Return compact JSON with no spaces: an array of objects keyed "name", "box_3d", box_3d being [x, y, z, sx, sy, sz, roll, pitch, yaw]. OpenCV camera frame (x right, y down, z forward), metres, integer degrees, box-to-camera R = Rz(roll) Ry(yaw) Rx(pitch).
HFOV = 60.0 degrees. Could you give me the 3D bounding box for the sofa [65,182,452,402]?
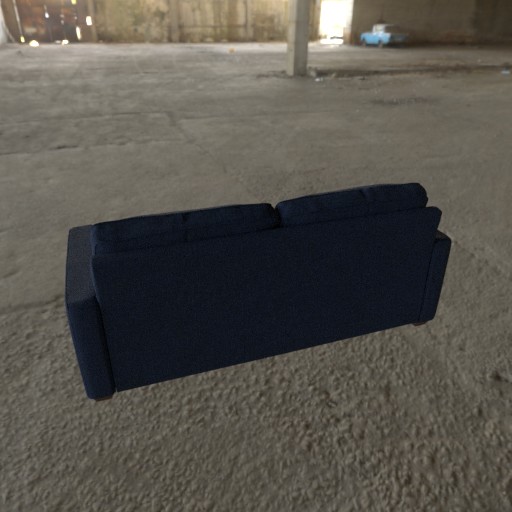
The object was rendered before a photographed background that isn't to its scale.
[{"name":"sofa","box_3d":[0.000,0.000,2.640,2.080,0.919,0.940,-9,29,-17]}]
